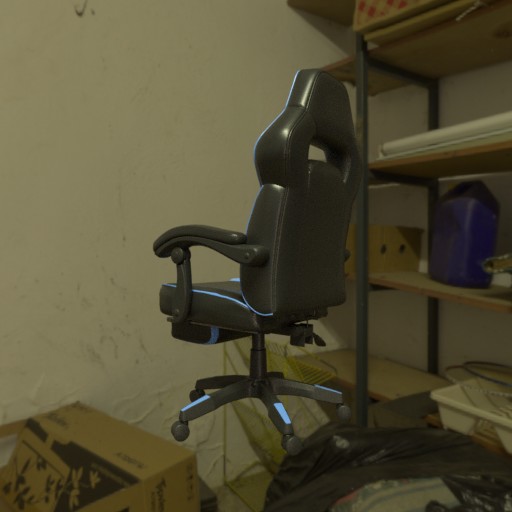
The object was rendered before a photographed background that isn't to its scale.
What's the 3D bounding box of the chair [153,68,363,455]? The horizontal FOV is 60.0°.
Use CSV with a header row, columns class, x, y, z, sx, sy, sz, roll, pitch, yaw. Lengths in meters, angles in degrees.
class,x,y,z,sx,sy,sz,roll,pitch,yaw
chair,0.000,0.000,1.744,0.700,1.280,0.700,0,0,36
